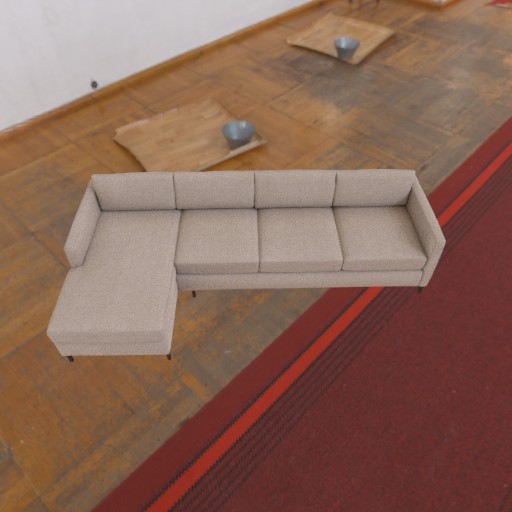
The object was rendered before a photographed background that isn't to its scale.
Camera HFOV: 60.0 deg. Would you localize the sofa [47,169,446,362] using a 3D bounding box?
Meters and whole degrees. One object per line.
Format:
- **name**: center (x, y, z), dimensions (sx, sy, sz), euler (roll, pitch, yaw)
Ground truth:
- **sofa**: center (0.000, 0.000, 3.553), dimensions (2.923, 0.816, 1.469), euler (-1, 47, -1)
